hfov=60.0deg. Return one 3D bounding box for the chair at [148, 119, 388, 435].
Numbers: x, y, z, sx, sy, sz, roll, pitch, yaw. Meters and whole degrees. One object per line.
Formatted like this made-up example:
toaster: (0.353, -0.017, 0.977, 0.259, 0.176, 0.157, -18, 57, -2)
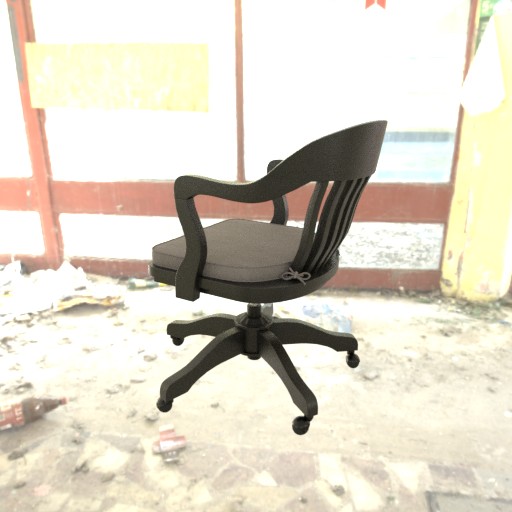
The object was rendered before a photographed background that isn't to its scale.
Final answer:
chair: (0.000, 0.000, 1.495, 0.788, 0.878, 0.750, 9, 19, 27)
